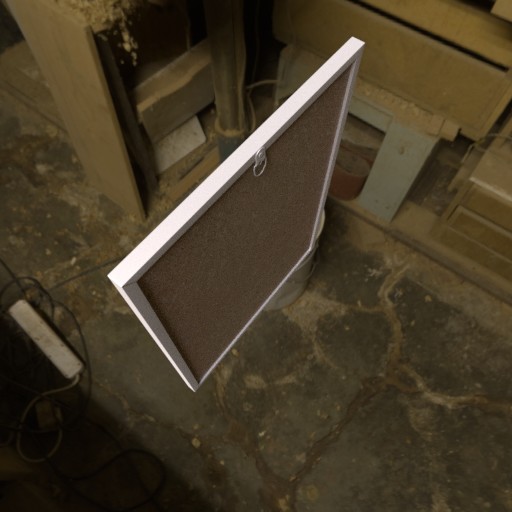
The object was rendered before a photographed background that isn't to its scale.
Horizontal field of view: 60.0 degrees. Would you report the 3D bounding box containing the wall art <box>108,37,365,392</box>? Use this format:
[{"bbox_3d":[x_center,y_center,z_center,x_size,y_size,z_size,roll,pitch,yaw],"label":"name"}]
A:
[{"bbox_3d":[0.000,0.000,1.395,0.042,1.056,0.805,35,68,16],"label":"wall art"}]
